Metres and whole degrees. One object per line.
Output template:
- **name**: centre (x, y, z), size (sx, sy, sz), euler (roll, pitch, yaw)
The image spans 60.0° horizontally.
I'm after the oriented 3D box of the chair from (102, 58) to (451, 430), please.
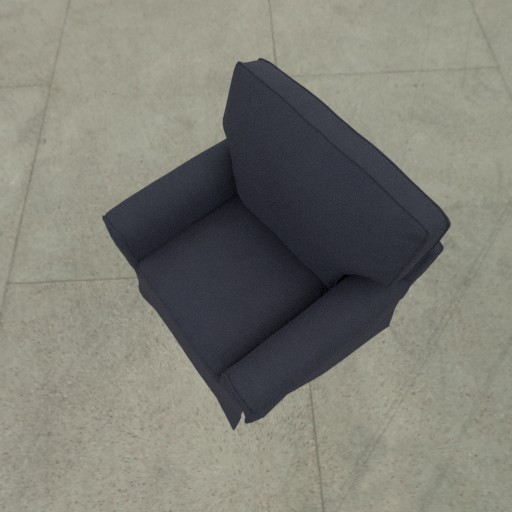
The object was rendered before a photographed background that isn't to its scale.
- **chair**: centre (0.000, 0.000, 1.964), size (1.002, 1.140, 1.119), euler (-35, 68, -16)
